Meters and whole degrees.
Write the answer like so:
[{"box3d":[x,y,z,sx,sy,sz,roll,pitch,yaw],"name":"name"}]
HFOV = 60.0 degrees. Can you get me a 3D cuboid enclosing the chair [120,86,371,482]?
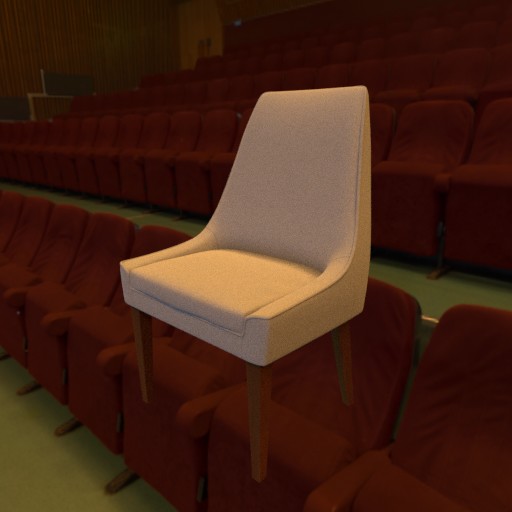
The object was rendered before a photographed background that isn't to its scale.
[{"box3d":[0.000,0.000,1.182,0.529,0.861,0.544,14,22,41],"name":"chair"}]
